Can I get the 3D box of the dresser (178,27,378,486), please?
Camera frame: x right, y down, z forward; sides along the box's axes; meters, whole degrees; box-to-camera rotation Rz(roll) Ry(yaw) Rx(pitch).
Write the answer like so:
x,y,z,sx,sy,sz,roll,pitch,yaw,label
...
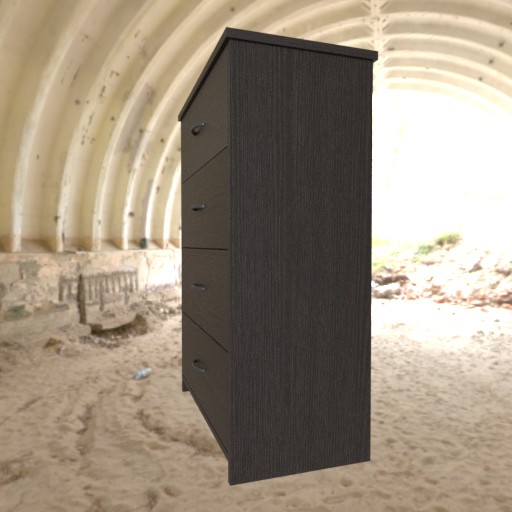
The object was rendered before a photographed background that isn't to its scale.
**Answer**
x,y,z,sx,sy,sz,roll,pitch,yaw,label
0.000,0.000,1.372,0.399,1.020,0.704,0,2,-18,dresser
